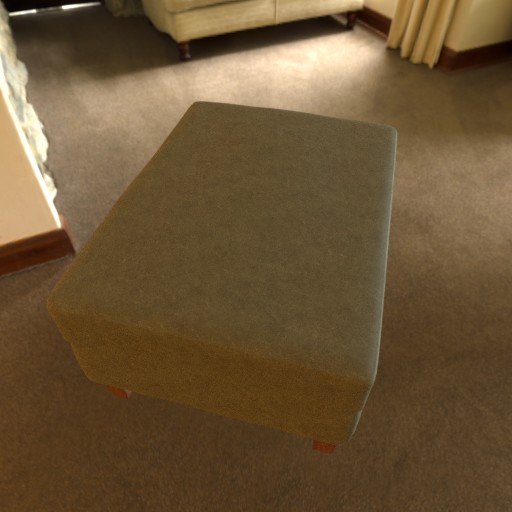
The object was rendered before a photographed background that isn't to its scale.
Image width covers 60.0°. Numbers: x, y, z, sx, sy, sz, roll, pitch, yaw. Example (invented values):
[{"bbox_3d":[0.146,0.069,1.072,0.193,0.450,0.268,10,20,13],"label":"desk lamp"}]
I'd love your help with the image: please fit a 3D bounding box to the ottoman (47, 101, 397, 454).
[{"bbox_3d":[0.000,0.000,1.195,0.639,0.464,0.839,11,47,10],"label":"ottoman"}]
